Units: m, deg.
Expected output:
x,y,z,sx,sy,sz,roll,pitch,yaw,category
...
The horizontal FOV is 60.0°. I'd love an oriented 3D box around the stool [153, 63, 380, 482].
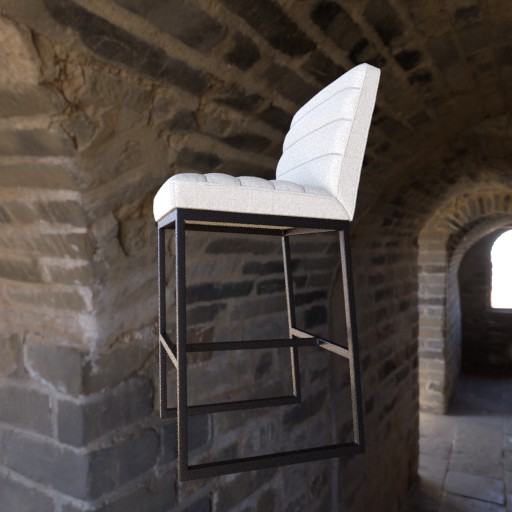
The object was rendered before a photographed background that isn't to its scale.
x,y,z,sx,sy,sz,roll,pitch,yaw,category
0.000,0.000,1.305,0.560,1.040,0.460,0,0,-18,stool
